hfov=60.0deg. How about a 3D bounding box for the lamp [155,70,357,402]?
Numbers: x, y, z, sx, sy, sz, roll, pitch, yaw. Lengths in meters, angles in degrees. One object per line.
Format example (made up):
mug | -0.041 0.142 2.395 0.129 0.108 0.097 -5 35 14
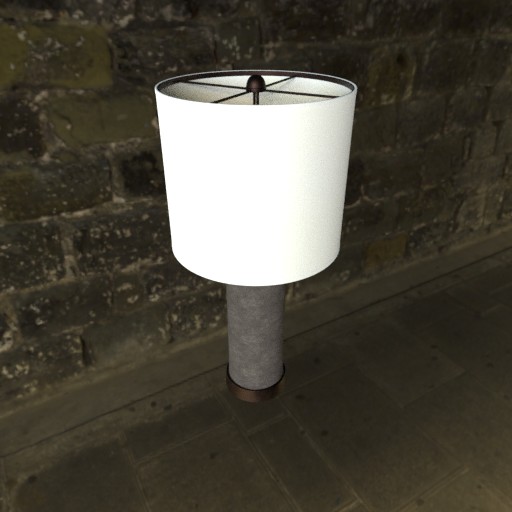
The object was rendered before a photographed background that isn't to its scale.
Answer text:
lamp | 0.000 0.000 0.823 0.301 0.630 0.301 -8 31 -13
